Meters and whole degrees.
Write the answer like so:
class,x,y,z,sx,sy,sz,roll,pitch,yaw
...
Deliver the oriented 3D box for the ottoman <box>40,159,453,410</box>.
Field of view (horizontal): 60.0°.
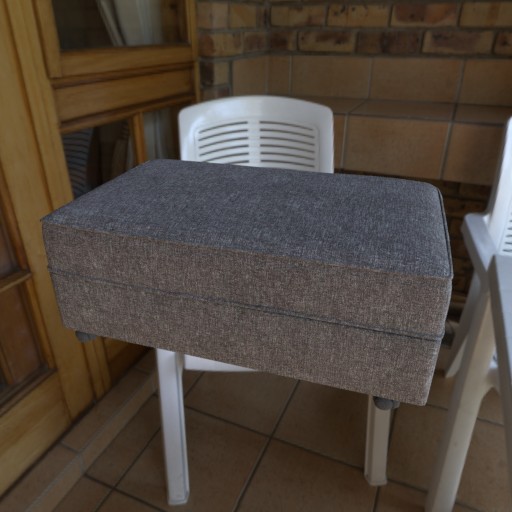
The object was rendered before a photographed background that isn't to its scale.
class,x,y,z,sx,sy,sz,roll,pitch,yaw
ottoman,0.000,0.000,1.533,1.184,0.487,0.717,8,29,15
